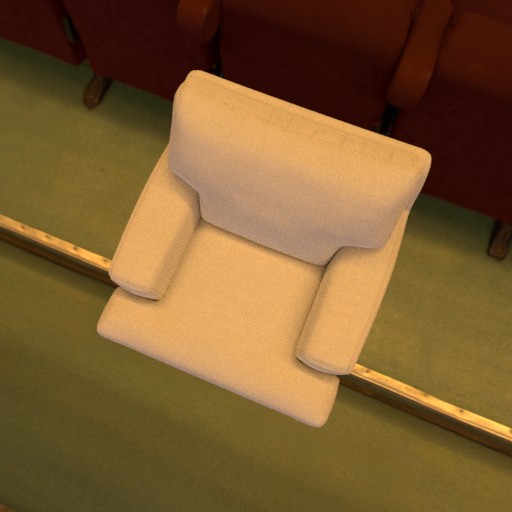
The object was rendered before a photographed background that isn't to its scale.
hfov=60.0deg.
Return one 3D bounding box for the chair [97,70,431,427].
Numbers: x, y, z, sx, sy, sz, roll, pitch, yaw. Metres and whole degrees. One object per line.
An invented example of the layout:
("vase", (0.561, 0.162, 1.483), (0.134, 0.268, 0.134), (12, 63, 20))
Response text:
("chair", (0.000, 0.000, 1.972), (1.140, 0.930, 1.158), (21, 76, 6))
